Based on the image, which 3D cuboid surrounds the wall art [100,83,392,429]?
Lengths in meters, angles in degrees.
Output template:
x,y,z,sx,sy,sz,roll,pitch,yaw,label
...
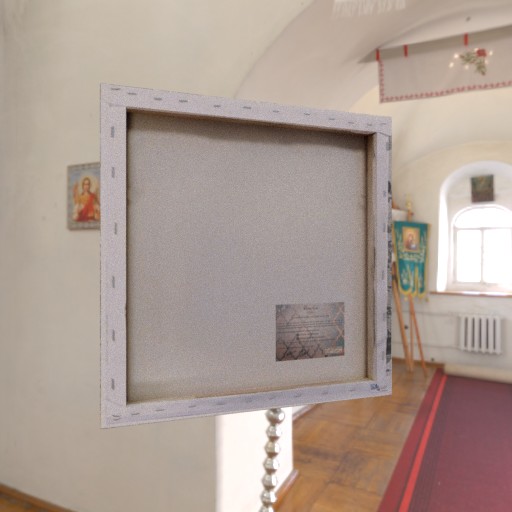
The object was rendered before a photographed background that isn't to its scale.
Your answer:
x,y,z,sx,sy,sz,roll,pitch,yaw,label
0.000,0.000,0.456,0.302,0.306,0.038,0,0,-19,wall art
